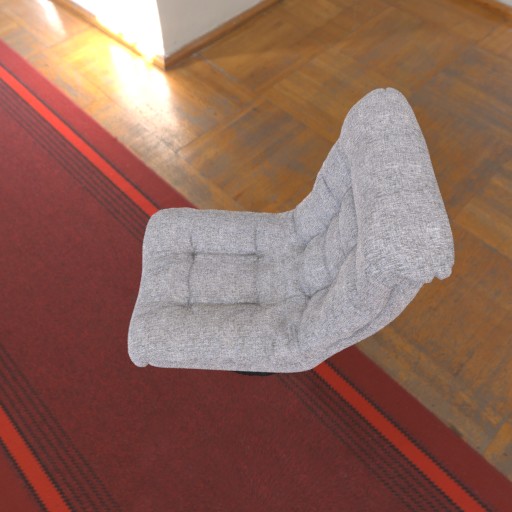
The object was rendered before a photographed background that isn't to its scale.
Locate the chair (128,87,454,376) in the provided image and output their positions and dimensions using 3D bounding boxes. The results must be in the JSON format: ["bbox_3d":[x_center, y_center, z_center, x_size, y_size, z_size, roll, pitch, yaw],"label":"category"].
[{"bbox_3d":[0.000,0.000,0.951,0.583,0.600,0.400,0,60,0],"label":"chair"}]
